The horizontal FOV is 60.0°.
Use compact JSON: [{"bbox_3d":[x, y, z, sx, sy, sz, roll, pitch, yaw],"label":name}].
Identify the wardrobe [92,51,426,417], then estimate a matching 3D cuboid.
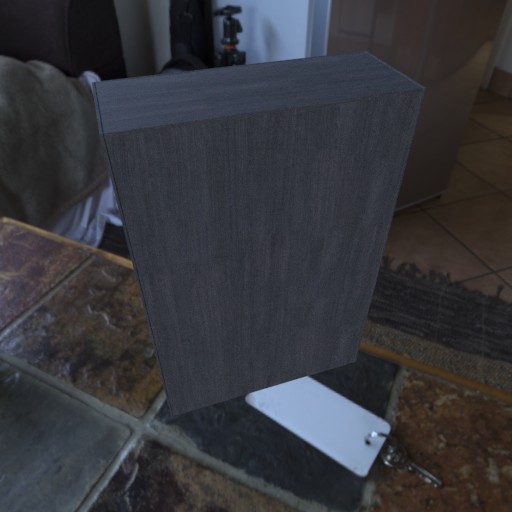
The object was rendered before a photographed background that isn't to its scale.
[{"bbox_3d":[0.000,0.000,2.473,1.290,1.910,0.510,-13,43,-14],"label":"wardrobe"}]
